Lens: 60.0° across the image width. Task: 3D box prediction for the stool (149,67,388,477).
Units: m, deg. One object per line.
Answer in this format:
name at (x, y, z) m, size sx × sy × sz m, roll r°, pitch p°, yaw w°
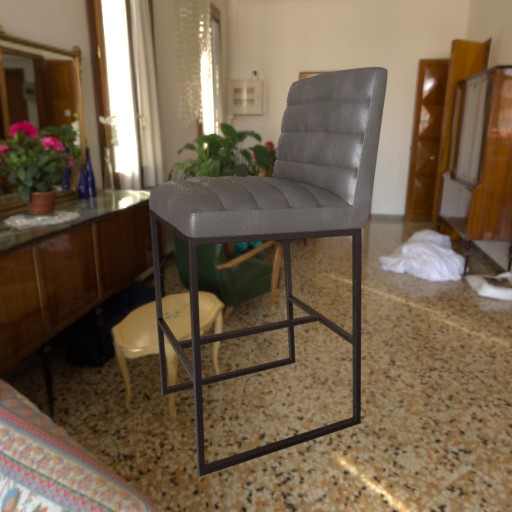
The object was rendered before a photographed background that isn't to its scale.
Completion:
stool at (0.000, 0.000, 1.350) m, size 0.562 × 1.065 × 0.463 m, roll -7°, pitch 18°, yaw -24°
